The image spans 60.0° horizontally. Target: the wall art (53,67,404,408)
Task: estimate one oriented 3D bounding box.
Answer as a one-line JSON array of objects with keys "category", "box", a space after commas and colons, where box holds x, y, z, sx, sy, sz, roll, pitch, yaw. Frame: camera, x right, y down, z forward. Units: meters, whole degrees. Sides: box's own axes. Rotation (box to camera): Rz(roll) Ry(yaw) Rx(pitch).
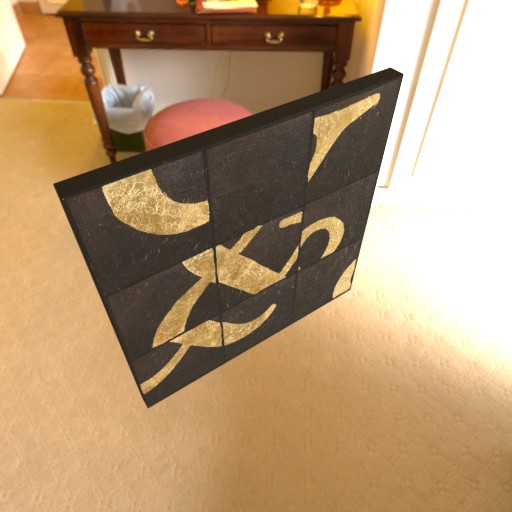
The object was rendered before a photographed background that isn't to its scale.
[{"category": "wall art", "box": [0.000, 0.000, 1.120, 0.758, 0.758, 0.044, -26, 52, -22]}]
